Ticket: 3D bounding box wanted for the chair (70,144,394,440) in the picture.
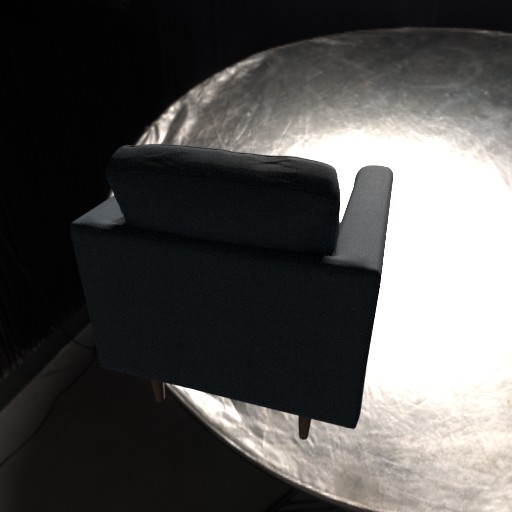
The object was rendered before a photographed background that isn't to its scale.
[{"bbox_3d":[0.000,0.000,1.555,0.855,0.922,0.820,9,32,15],"label":"chair"}]
